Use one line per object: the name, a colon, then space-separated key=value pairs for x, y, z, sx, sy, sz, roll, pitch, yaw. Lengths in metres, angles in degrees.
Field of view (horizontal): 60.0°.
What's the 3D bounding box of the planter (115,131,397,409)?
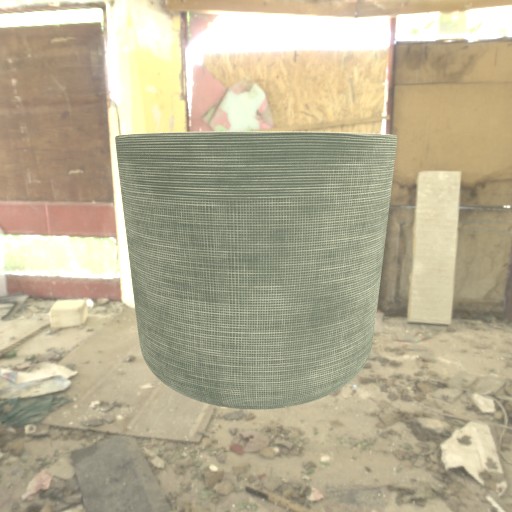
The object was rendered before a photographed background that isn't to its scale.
planter: x=0.000 y=0.000 z=0.769 sx=0.440 sy=0.398 sz=0.440 roll=0 pitch=13 yaw=0
